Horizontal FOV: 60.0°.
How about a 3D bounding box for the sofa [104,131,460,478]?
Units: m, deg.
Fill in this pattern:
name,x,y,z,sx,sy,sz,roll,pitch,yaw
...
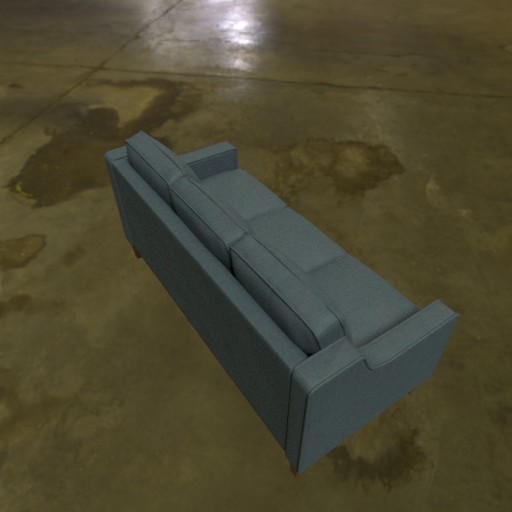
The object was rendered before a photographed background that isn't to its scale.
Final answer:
name,x,y,z,sx,sy,sz,roll,pitch,yaw
sofa,0.000,0.000,2.518,0.911,0.974,1.986,-24,47,-25
